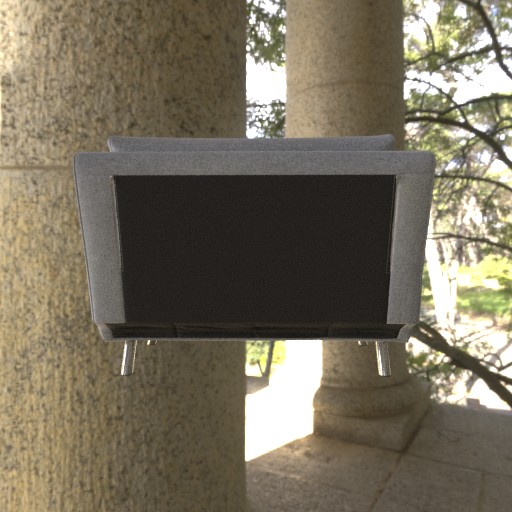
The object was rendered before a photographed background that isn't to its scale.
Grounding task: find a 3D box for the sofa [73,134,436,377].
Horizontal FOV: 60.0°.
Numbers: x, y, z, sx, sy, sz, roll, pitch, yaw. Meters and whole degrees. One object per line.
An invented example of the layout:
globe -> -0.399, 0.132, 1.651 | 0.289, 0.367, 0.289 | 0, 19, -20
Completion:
sofa -> 0.000, 0.000, 1.912 | 1.220, 0.910, 0.910 | 0, 0, 1
